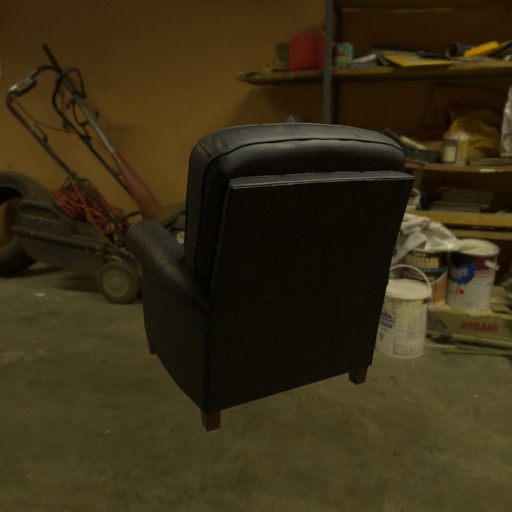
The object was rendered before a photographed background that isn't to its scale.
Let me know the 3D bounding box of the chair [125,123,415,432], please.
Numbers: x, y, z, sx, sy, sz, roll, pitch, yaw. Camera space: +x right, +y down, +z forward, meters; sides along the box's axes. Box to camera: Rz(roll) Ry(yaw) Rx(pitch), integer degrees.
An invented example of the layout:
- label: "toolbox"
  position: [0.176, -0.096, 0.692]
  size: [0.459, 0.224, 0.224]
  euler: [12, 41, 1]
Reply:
- label: "chair"
  position: [0.000, 0.000, 1.805]
  size: [0.936, 1.018, 0.986]
  euler: [-8, 16, -27]
